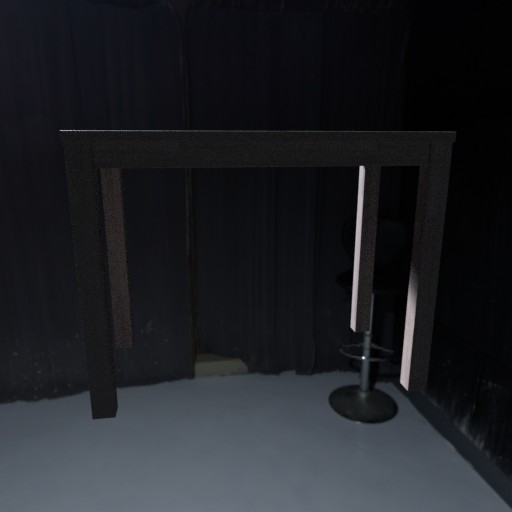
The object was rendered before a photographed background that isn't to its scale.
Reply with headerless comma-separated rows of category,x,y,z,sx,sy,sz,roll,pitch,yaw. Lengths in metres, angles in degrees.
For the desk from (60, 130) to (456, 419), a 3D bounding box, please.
desk,0.000,0.000,1.425,0.991,0.762,0.495,-2,15,-9
